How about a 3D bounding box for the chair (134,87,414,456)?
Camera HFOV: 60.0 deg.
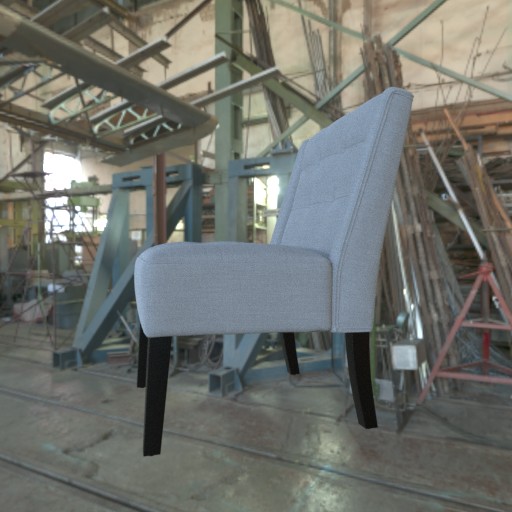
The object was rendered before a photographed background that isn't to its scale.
[{"bbox_3d":[0.000,0.000,1.282,0.676,0.853,0.569,0,0,-17],"label":"chair"}]
